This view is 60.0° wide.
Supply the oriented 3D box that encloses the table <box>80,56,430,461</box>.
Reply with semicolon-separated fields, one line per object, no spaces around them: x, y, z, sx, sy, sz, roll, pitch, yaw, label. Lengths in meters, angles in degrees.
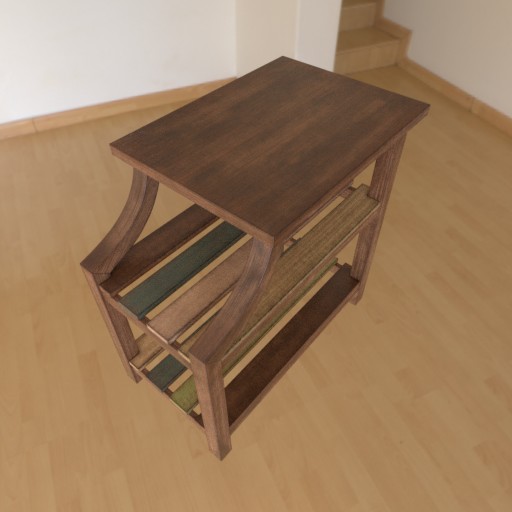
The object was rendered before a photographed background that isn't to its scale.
0.000;0.000;0.970;0.356;0.584;0.609;31;54;27;table
